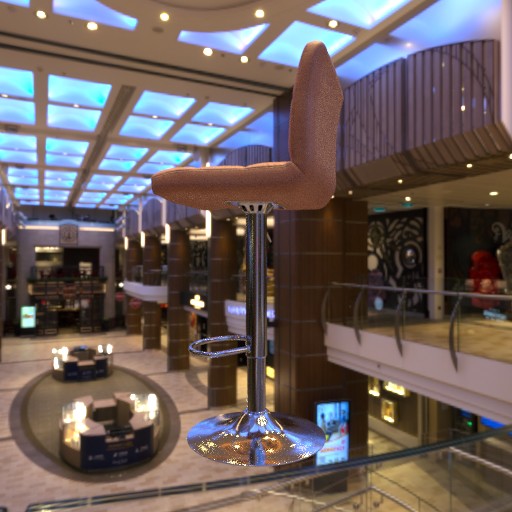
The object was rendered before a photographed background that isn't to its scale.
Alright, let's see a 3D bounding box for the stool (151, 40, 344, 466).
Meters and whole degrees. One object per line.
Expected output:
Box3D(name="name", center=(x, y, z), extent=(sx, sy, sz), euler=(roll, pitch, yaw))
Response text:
Box3D(name="stool", center=(0.000, 0.000, 1.377), extent=(0.505, 1.115, 0.430), euler=(0, -1, 18))
